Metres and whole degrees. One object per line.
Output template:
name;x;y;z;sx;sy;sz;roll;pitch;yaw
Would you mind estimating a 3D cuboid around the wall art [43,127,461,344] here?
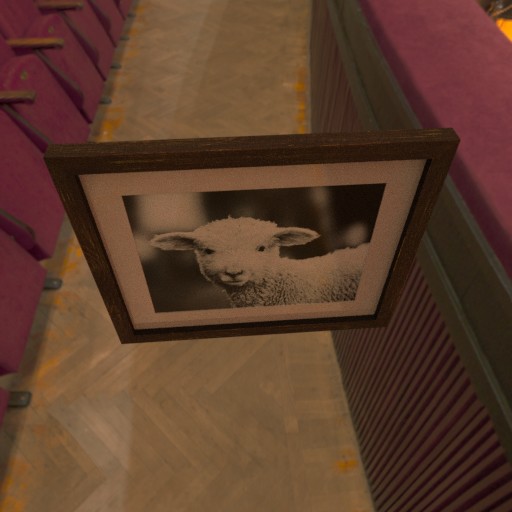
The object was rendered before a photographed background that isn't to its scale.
wall art;0.000;0.000;0.769;0.558;0.457;0.032;-3;48;-3
